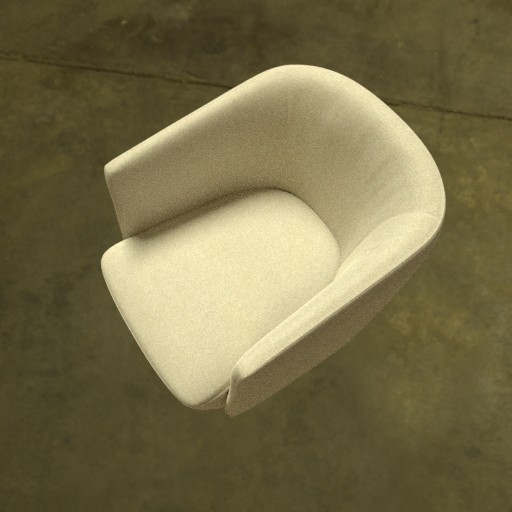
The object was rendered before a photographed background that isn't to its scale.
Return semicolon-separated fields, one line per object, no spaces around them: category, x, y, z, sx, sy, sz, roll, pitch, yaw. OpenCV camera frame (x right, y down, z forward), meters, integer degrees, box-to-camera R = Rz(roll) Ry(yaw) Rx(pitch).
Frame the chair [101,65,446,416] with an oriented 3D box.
chair;0.000;0.000;1.570;0.986;0.861;0.822;-32;68;-15
